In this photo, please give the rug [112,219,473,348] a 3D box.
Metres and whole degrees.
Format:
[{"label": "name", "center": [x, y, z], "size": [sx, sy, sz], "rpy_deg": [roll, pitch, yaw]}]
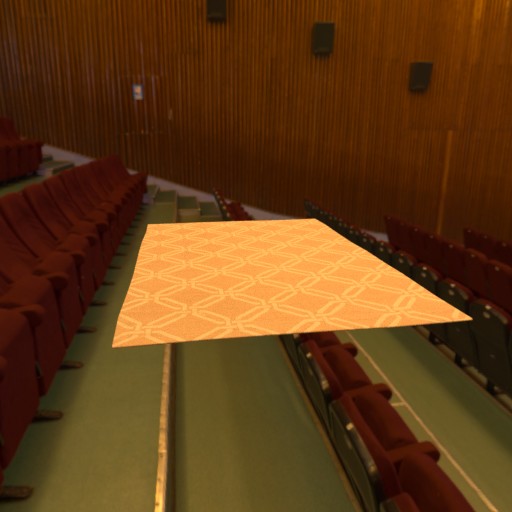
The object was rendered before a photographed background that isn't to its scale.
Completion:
[{"label": "rug", "center": [0.000, 0.000, 2.170], "size": [1.146, 0.010, 1.745], "rpy_deg": [-3, 16, -10]}]
